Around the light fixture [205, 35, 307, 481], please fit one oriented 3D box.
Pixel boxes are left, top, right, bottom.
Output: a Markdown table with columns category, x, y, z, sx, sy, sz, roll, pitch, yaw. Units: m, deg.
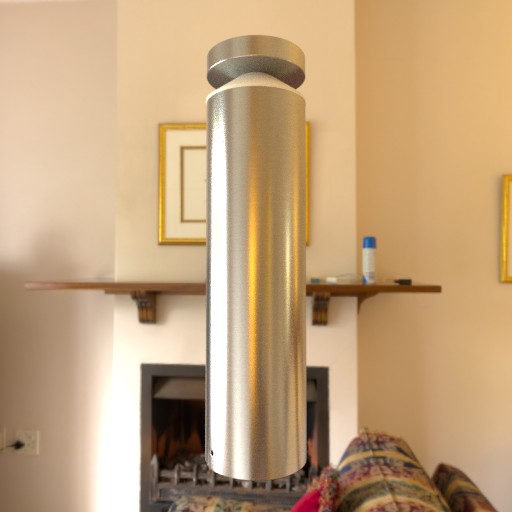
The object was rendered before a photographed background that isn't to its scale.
| category | x | y | z | sx | sy | sz | roll | pitch | yaw |
| --- | --- | --- | --- | --- | --- | --- | --- | --- | --- |
| light fixture | 0.000 | 0.000 | 0.447 | 0.102 | 0.400 | 0.102 | 1 | -2 | -35 |
